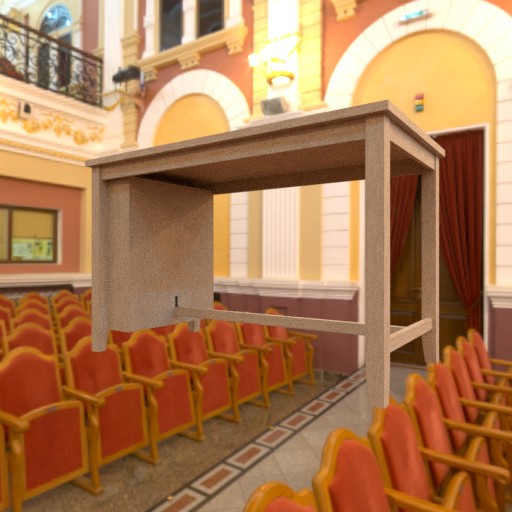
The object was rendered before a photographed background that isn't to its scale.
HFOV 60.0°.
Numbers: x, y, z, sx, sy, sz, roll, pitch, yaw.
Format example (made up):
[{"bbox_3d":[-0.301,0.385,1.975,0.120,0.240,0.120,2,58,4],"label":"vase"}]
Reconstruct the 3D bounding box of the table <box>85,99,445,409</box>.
[{"bbox_3d":[0.000,0.000,1.931,1.397,0.874,0.729,0,0,35],"label":"table"}]
